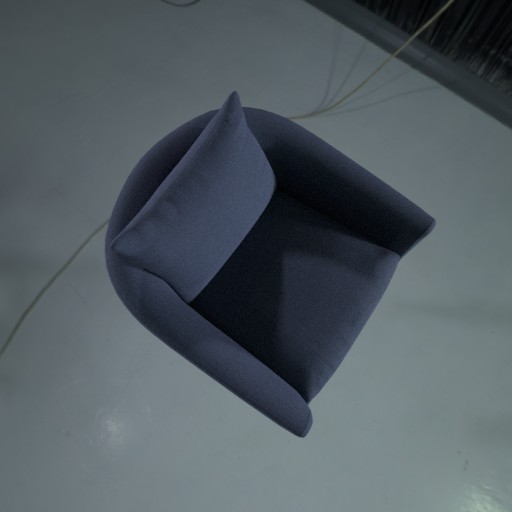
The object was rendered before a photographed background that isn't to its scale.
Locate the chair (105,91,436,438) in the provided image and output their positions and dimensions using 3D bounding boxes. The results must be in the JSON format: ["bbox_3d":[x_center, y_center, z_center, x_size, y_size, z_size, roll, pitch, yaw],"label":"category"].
[{"bbox_3d":[0.000,0.000,1.588,0.910,0.848,0.845,34,77,9],"label":"chair"}]
